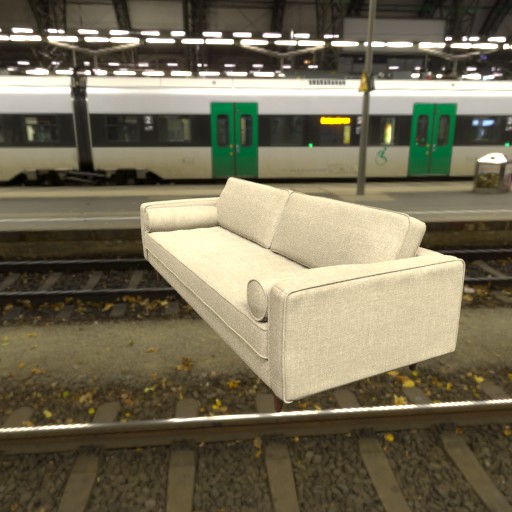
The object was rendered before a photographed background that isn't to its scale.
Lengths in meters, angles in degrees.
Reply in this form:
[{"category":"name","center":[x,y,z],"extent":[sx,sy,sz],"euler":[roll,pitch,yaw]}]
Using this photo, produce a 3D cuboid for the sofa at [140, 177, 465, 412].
[{"category":"sofa","center":[0.000,0.000,2.656],"extent":[0.914,0.762,2.211],"euler":[-8,17,-26]}]
